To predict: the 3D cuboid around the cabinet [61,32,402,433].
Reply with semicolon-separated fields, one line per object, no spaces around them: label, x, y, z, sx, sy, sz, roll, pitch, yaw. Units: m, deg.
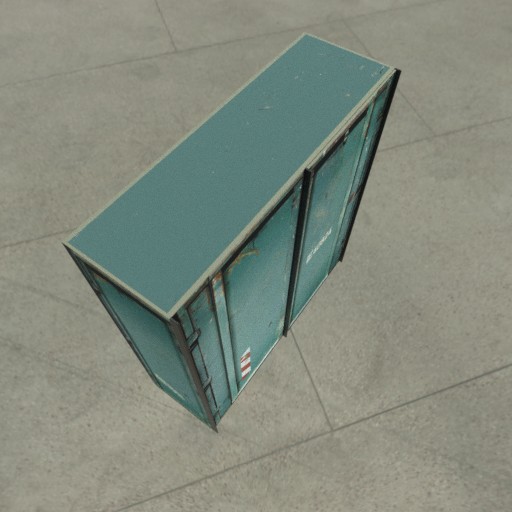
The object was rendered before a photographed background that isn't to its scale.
cabinet;0.000;0.000;3.198;0.680;2.160;2.000;31;63;18
